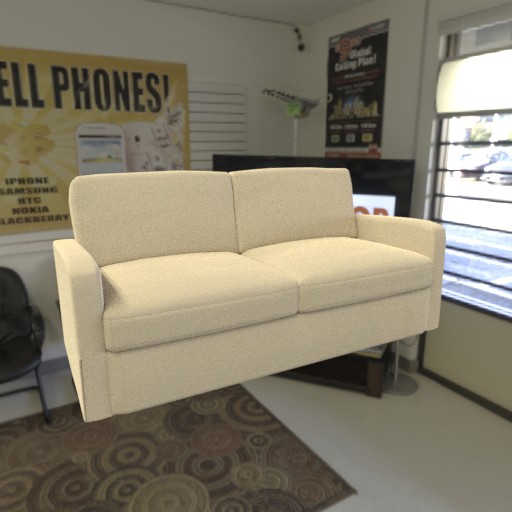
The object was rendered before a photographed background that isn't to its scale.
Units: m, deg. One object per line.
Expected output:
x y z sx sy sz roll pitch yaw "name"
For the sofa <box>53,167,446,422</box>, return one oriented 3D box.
0.000 0.000 2.231 1.808 0.831 0.894 -7 16 -27 "sofa"
